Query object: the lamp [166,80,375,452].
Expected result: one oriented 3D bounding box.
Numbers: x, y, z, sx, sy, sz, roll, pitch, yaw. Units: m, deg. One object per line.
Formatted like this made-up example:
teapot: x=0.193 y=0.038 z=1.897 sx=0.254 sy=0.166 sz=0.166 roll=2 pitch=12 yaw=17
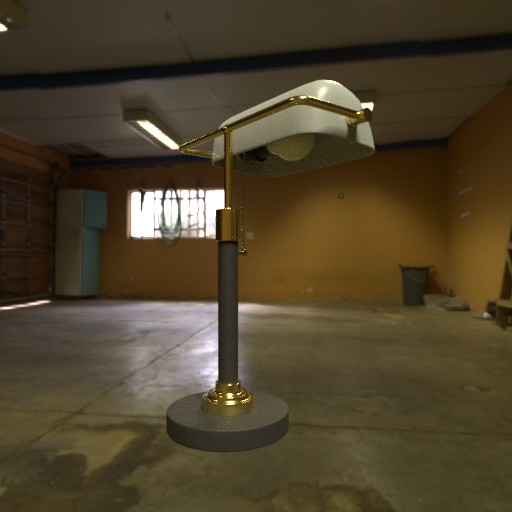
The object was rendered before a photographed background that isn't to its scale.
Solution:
lamp: x=0.000 y=0.000 z=0.552 sx=0.227 sy=0.404 sz=0.269 roll=0 pitch=0 yaw=-37
